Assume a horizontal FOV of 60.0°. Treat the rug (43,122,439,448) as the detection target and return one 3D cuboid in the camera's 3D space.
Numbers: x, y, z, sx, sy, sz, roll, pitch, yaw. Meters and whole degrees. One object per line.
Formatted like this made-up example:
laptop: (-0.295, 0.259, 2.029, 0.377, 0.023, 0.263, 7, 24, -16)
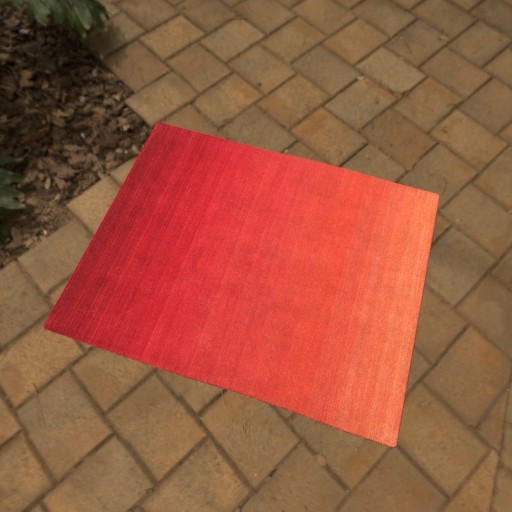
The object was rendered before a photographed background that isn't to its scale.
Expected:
rug: (0.000, 0.000, 3.904, 2.905, 0.028, 2.340, 16, 65, 8)
